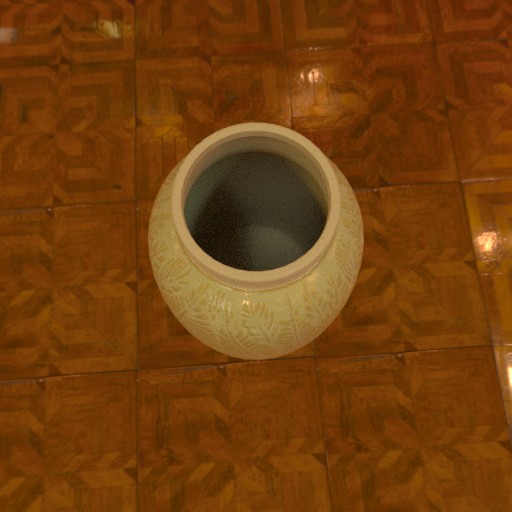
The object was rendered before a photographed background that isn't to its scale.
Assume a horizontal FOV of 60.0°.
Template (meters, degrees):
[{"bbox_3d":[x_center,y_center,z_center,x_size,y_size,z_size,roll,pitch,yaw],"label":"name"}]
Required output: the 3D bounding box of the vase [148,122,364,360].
[{"bbox_3d":[0.000,0.000,0.381,0.172,0.270,0.172,0,76,0],"label":"vase"}]
